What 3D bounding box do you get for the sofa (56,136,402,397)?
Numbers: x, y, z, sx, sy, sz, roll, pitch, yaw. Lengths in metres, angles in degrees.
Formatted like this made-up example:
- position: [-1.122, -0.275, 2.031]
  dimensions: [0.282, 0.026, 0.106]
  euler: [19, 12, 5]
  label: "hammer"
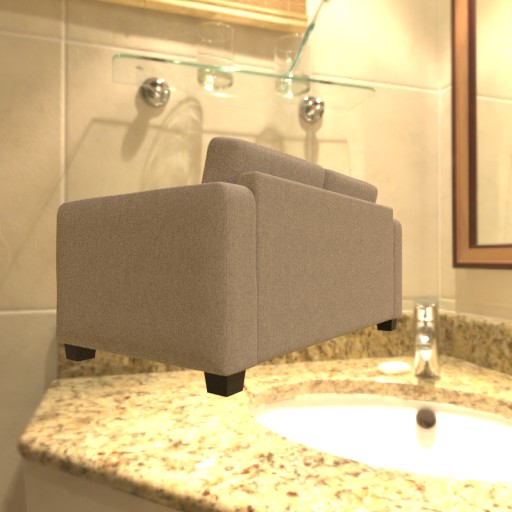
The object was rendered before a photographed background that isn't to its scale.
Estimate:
- position: [0.000, 0.000, 2.075]
  dimensions: [0.900, 0.800, 1.540]
  euler: [0, 0, 36]
  label: "sofa"
